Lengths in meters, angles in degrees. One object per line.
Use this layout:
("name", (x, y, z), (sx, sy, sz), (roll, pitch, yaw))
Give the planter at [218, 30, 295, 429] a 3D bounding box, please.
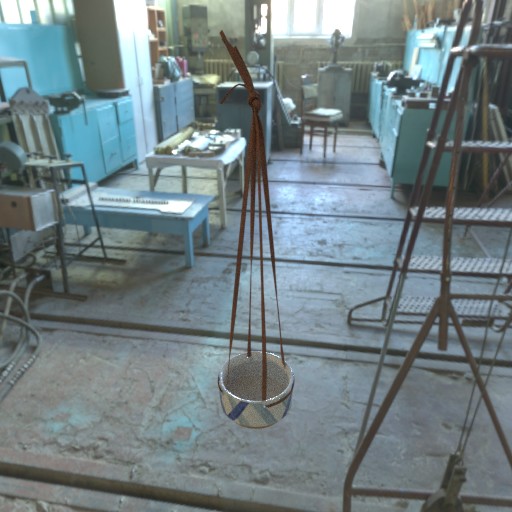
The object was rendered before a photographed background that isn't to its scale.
("planter", (0.000, 0.000, 0.827), (0.166, 0.751, 0.166), (-18, 32, -31))
